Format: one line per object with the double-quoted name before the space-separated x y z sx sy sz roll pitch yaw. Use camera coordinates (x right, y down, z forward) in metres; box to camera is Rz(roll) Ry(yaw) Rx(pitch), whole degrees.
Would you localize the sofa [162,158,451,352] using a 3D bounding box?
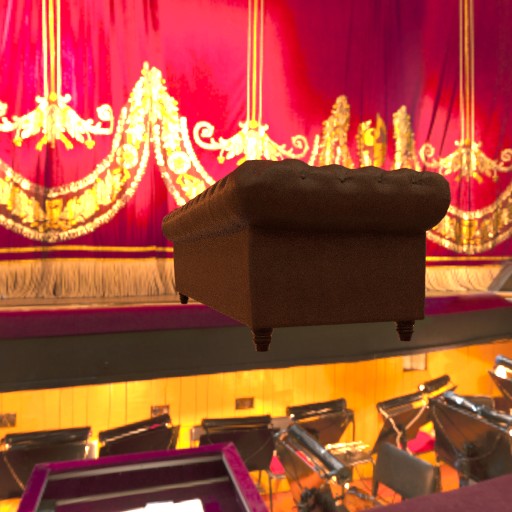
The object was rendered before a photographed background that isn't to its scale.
"sofa" 0.000 0.000 2.809 0.944 0.783 2.385 0 0 -19
